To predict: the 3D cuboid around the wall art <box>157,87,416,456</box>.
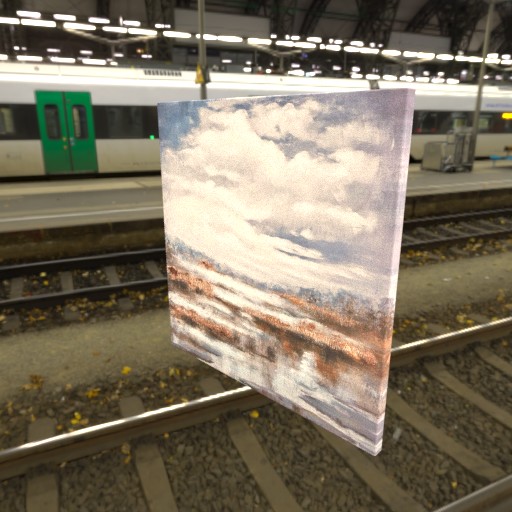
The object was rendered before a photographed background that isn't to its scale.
[{"bbox_3d":[0.000,0.000,1.328,0.888,0.897,0.035,15,22,42],"label":"wall art"}]
